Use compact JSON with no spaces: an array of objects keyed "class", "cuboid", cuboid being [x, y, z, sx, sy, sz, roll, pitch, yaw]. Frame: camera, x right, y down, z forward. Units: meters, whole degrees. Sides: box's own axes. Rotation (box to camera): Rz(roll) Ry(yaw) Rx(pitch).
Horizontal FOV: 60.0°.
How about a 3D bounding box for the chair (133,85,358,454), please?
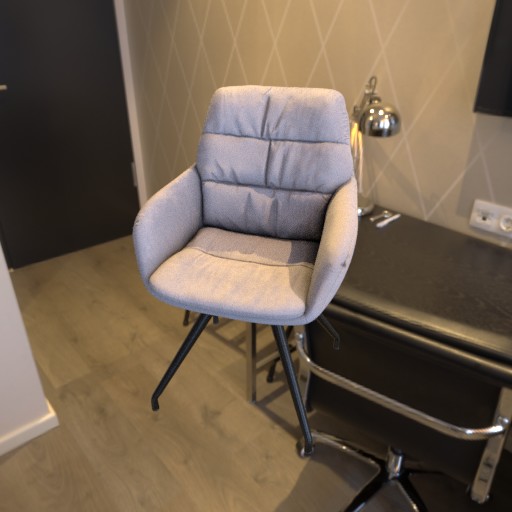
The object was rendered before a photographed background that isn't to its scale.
[{"class":"chair","cuboid":[0.000,0.000,1.304,0.579,0.888,0.569,9,29,16]}]
